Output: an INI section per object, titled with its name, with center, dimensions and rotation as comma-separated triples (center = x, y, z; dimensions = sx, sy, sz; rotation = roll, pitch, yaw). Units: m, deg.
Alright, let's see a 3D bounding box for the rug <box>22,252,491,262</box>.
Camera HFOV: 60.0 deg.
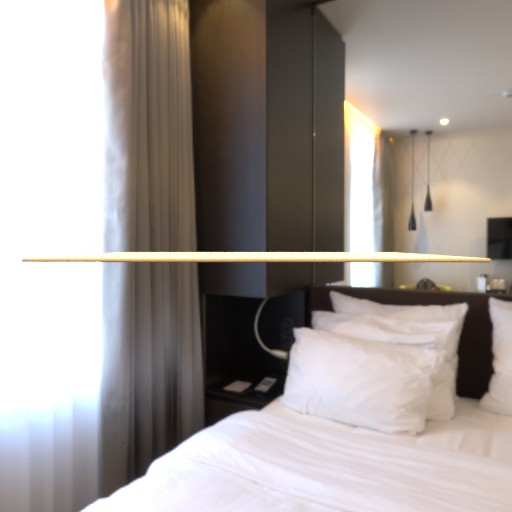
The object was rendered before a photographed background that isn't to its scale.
[rug]
center = 0.000, 0.000, 2.330
dimensions = 1.828, 0.015, 1.222
rotation = 0, 2, 1
